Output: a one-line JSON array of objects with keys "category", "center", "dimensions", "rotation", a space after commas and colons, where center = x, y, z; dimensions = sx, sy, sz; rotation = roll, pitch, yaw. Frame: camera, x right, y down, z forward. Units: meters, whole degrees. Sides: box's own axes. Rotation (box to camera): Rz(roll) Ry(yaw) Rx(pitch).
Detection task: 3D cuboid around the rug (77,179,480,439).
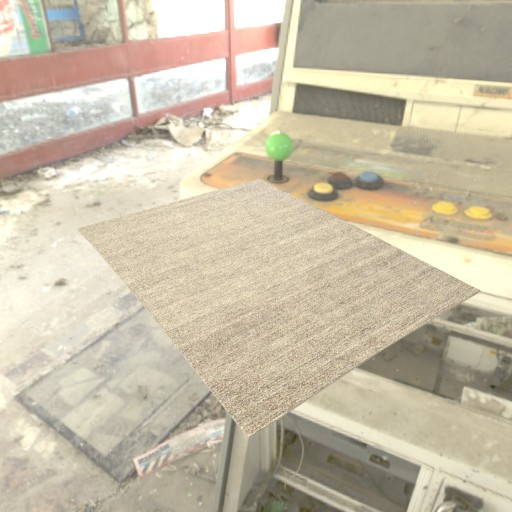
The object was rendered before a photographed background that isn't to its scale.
[{"category": "rug", "center": [0.000, 0.000, 4.252], "dimensions": [2.434, 0.045, 3.202], "rotation": [-21, 37, -30]}]
